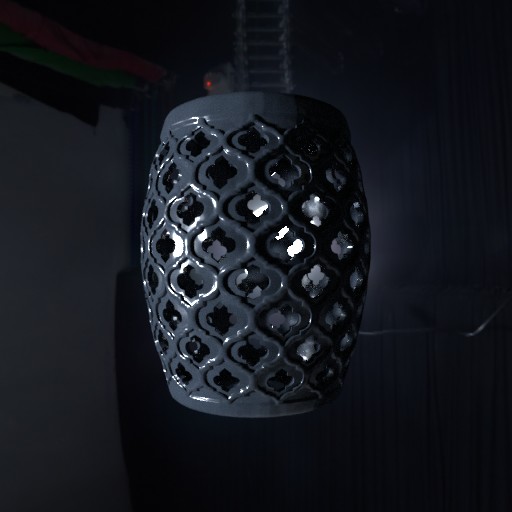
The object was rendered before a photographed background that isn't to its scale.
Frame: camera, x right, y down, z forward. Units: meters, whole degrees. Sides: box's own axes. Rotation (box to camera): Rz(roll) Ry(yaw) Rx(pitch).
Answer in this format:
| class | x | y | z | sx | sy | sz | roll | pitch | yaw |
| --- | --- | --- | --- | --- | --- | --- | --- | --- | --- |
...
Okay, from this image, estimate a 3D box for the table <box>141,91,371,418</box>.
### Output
| class | x | y | z | sx | sy | sz | roll | pitch | yaw |
| --- | --- | --- | --- | --- | --- | --- | --- | --- | --- |
| table | 0.000 | 0.000 | 0.645 | 0.325 | 0.388 | 0.325 | 0 | -1 | 0 |
